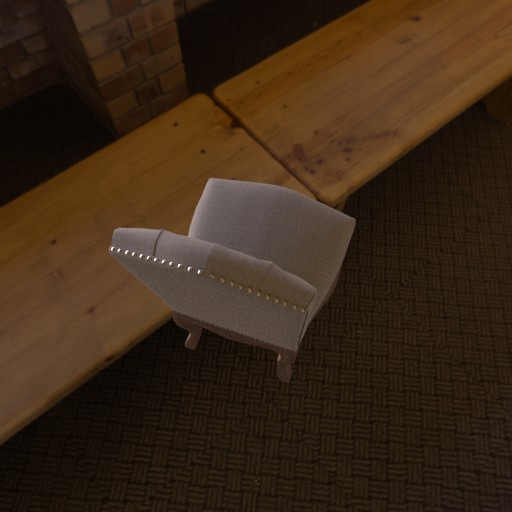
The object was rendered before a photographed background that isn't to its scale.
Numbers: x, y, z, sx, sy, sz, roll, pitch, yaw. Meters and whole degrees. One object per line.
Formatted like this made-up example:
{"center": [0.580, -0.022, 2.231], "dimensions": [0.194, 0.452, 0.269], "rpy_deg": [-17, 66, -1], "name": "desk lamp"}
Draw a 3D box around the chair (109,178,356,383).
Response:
{"center": [0.000, 0.000, 1.599], "dimensions": [0.637, 1.191, 0.731], "rpy_deg": [17, 64, 8], "name": "chair"}
